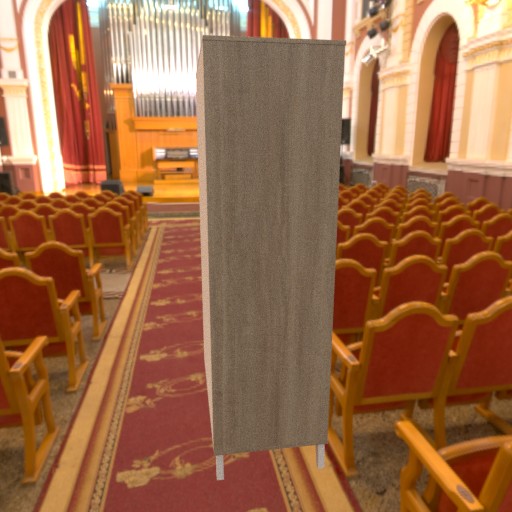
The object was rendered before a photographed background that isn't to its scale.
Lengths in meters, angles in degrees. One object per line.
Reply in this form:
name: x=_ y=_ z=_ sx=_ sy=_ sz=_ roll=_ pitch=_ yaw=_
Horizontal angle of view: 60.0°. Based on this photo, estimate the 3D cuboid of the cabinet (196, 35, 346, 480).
cabinet: x=0.000 y=0.000 z=2.450 sx=0.571 sy=1.999 sz=1.006 roll=-2 pitch=14 yaw=-9
